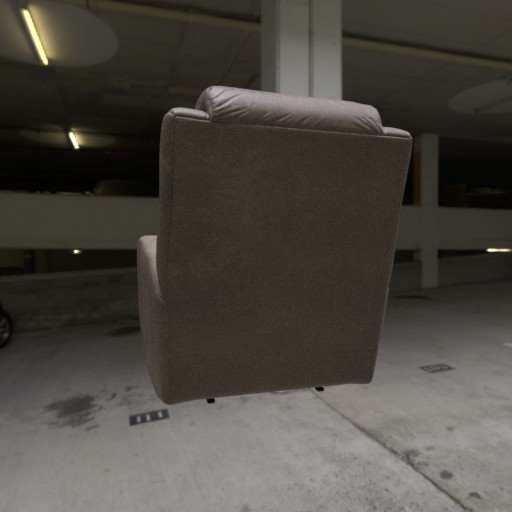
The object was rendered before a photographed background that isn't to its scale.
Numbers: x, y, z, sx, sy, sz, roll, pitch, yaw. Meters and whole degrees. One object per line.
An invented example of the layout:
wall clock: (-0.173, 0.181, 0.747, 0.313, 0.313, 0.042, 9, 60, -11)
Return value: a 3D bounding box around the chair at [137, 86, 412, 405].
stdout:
chair: (0.000, 0.000, 1.937, 0.967, 1.116, 1.068, 0, 1, -18)
